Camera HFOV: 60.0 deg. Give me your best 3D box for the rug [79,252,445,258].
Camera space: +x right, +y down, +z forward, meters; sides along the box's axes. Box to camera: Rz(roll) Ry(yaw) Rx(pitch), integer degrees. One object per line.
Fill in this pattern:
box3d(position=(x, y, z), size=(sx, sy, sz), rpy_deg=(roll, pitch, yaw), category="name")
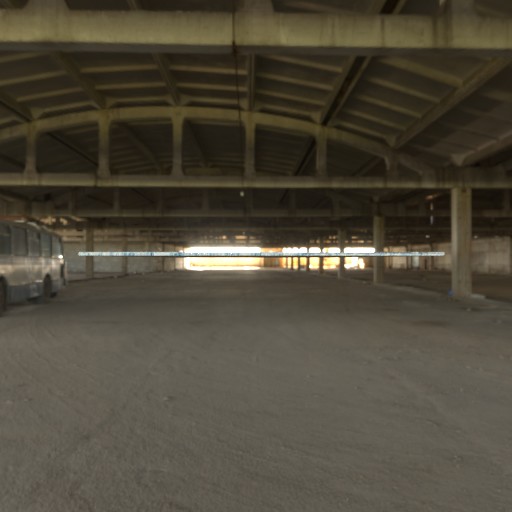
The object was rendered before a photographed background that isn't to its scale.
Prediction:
box3d(position=(0.000, 0.000, 3.050), size=(1.524, 0.015, 2.439), rpy_deg=(0, 0, -1), category="rug")
